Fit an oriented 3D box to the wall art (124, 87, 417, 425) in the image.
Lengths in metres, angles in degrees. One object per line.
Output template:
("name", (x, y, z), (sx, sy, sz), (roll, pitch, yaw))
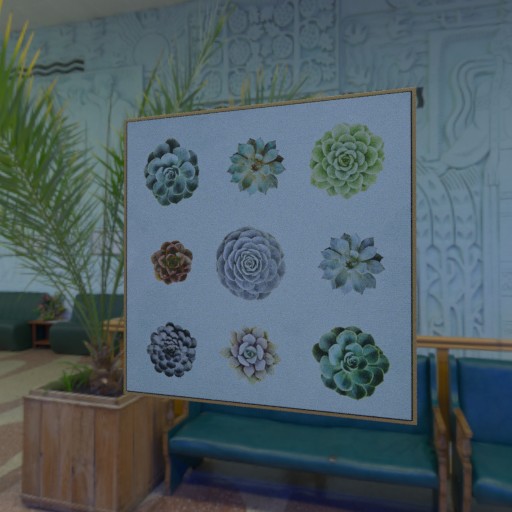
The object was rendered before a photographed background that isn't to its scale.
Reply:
("wall art", (0.000, 0.000, 0.671), (0.457, 0.455, 0.013), (0, 0, 18))
